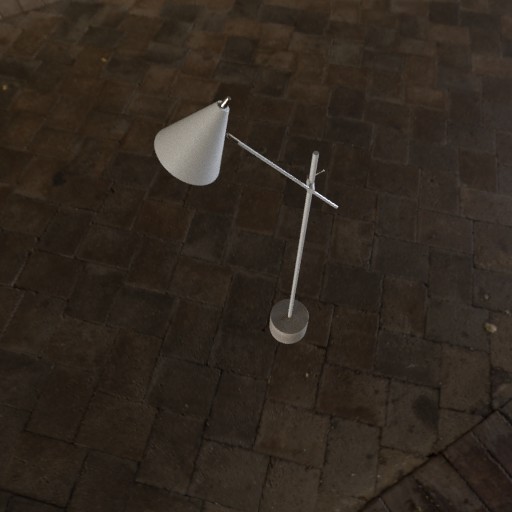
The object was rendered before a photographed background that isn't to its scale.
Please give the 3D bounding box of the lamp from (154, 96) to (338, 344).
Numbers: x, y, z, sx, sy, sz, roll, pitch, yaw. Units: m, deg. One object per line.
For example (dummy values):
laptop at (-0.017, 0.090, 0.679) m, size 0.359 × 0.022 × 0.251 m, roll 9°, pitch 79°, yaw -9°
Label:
lamp at (0.000, 0.000, 1.620) m, size 0.508 × 1.430 × 0.223 m, roll 1°, pitch 59°, yaw 0°
